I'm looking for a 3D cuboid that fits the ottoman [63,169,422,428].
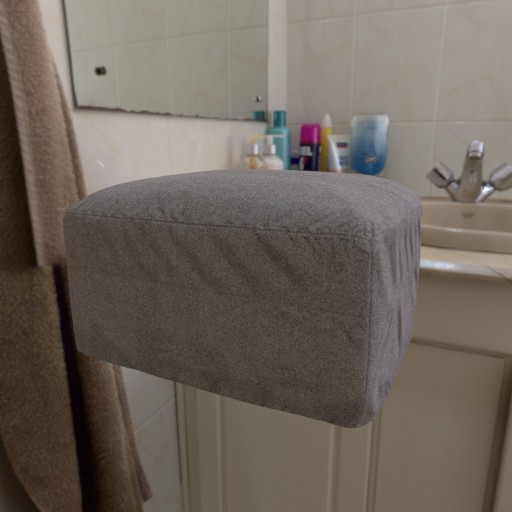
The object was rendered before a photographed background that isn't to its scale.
[{"bbox_3d":[0.000,0.000,1.258,0.837,0.481,0.683,7,16,26],"label":"ottoman"}]
